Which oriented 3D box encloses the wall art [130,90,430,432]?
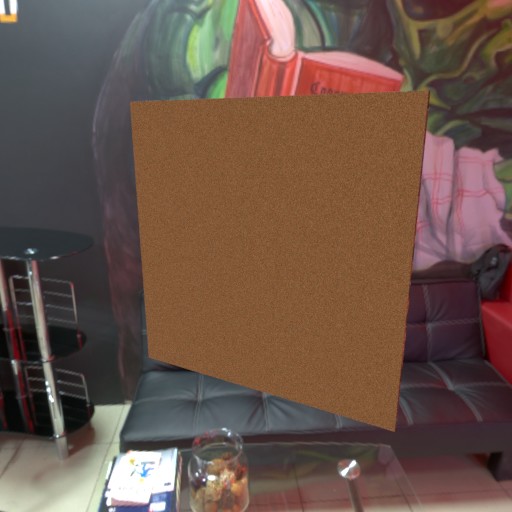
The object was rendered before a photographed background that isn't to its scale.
[{"bbox_3d":[0.000,0.000,0.601,0.404,0.406,0.010,8,18,27],"label":"wall art"}]
